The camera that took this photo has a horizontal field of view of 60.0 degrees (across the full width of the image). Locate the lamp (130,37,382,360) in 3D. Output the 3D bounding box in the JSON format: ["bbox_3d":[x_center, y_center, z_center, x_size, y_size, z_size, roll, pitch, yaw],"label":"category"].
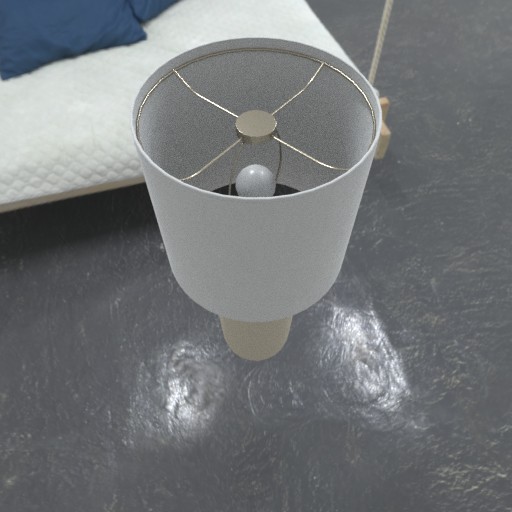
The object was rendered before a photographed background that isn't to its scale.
[{"bbox_3d":[0.000,0.000,0.588,0.220,0.475,0.220,-31,61,-19],"label":"lamp"}]
